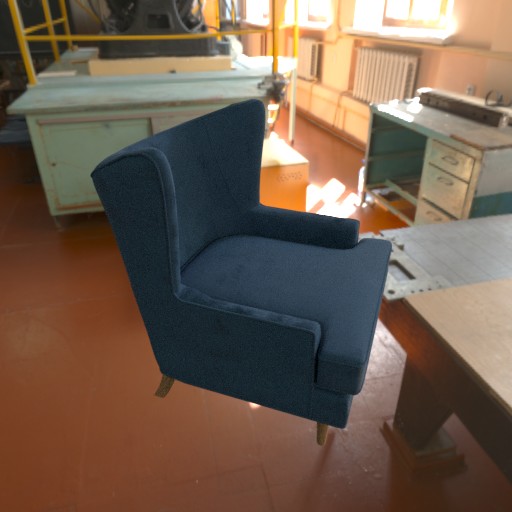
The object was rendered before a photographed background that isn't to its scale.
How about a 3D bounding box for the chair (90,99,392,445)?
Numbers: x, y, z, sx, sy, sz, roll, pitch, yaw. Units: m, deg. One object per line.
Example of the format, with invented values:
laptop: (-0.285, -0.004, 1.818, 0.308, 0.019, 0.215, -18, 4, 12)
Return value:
chair: (0.000, 0.000, 1.607, 0.910, 0.952, 0.793, 10, 31, 18)
